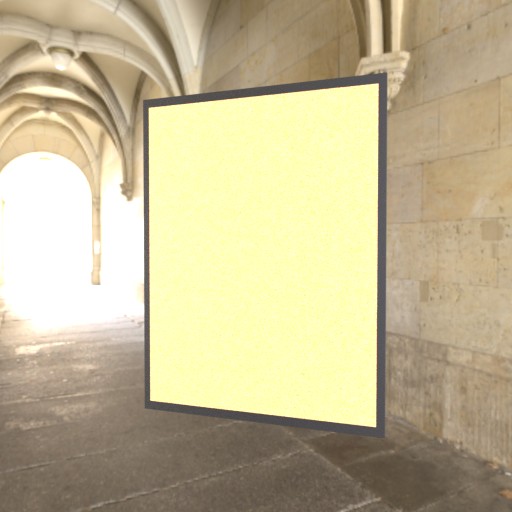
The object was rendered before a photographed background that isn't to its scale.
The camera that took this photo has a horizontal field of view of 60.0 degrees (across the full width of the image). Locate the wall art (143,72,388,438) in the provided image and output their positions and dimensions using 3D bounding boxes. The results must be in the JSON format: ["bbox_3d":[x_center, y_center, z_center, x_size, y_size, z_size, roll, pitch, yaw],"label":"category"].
[{"bbox_3d":[0.000,0.000,1.373,0.774,1.027,0.030,0,1,17],"label":"wall art"}]
